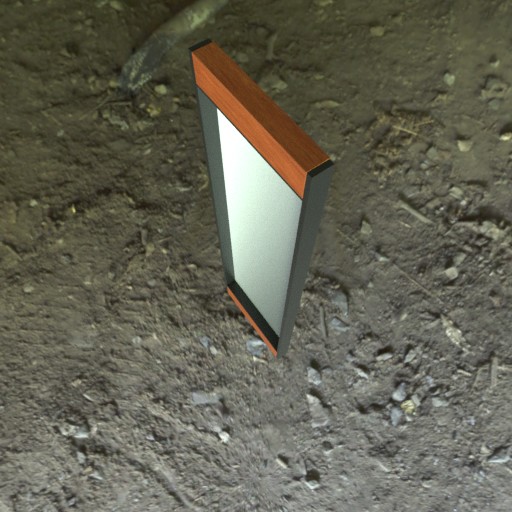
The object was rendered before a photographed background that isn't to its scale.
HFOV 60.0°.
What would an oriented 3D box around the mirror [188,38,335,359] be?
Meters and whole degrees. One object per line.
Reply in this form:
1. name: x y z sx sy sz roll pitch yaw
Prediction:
1. mirror: 0.000 0.000 1.218 0.047 1.123 0.343 -33 68 -15
